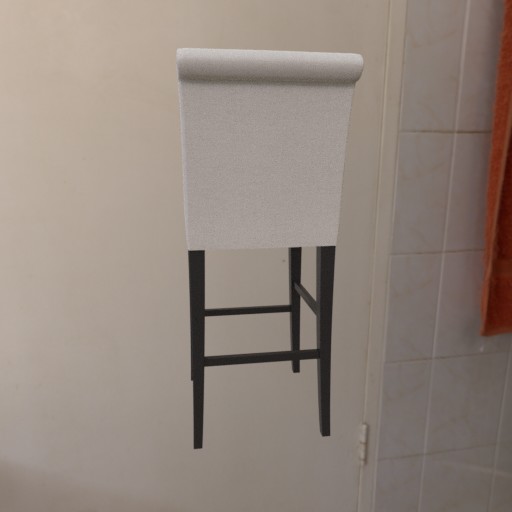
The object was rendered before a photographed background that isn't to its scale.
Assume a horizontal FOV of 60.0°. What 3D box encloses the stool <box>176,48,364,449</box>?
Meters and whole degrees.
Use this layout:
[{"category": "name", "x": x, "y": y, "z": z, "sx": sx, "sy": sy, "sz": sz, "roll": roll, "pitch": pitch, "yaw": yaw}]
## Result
[{"category": "stool", "x": 0.000, "y": 0.000, "z": 1.431, "sx": 0.452, "sy": 1.124, "sz": 0.597, "roll": -2, "pitch": 14, "yaw": -8}]
